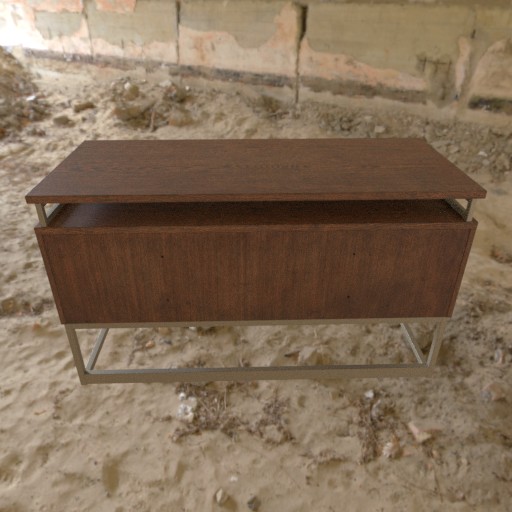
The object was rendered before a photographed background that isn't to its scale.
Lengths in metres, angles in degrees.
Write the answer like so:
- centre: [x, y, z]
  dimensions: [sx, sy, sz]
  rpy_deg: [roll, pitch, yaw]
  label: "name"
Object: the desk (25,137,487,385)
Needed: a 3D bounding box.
- centre: [0.000, 0.000, 1.788]
  dimensions: [1.384, 0.792, 0.610]
  rpy_deg: [-1, 31, -1]
  label: "desk"
